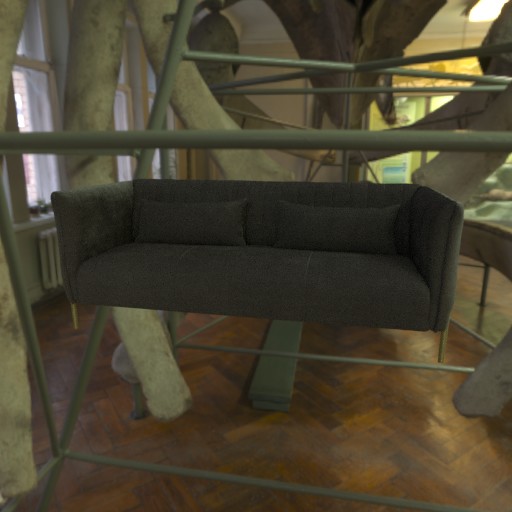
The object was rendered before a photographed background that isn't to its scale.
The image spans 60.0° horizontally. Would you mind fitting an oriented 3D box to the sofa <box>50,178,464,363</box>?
[{"bbox_3d":[0.000,0.000,2.495,1.980,0.780,0.876,3,15,11],"label":"sofa"}]
